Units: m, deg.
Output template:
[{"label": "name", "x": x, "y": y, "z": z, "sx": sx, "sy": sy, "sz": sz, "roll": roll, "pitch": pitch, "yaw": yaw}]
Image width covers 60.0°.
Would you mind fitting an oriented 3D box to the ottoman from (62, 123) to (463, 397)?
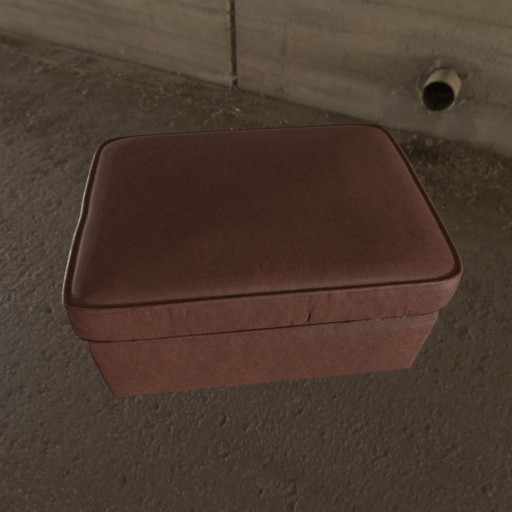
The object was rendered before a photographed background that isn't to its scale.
[{"label": "ottoman", "x": 0.000, "y": 0.000, "z": 1.084, "sx": 0.749, "sy": 0.449, "sz": 0.548, "roll": -4, "pitch": 48, "yaw": -4}]
